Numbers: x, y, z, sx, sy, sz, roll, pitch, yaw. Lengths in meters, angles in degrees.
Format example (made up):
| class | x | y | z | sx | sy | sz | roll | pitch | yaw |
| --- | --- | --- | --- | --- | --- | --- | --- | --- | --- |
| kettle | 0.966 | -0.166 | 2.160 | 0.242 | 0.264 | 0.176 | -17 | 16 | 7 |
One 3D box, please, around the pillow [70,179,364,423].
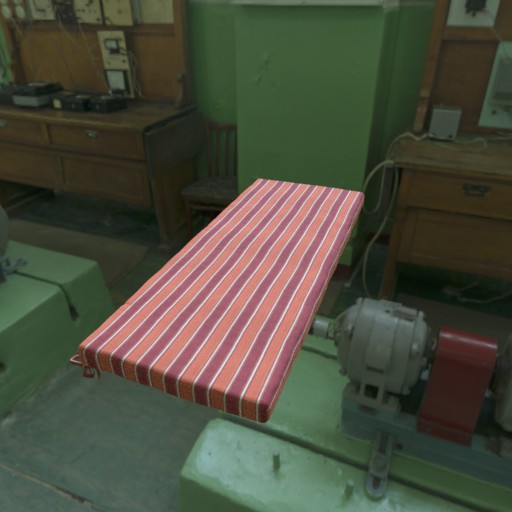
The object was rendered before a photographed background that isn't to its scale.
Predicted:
| class | x | y | z | sx | sy | sz | roll | pitch | yaw |
| --- | --- | --- | --- | --- | --- | --- | --- | --- | --- |
| pillow | 0.000 | 0.000 | 1.386 | 0.492 | 0.081 | 1.187 | 11 | 32 | 18 |
